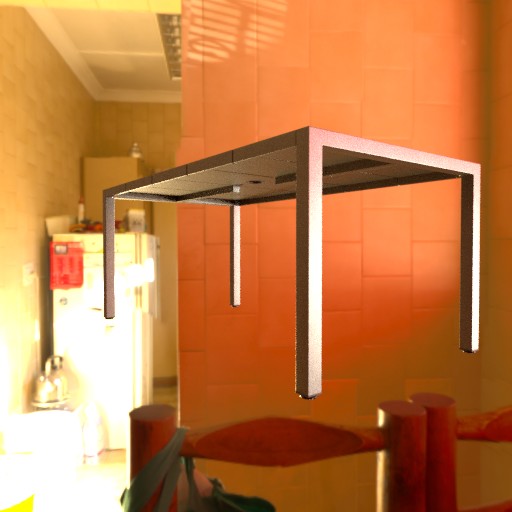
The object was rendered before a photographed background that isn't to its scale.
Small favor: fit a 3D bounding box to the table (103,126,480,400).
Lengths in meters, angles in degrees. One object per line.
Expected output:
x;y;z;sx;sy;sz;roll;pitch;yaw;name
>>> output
0.000;0.000;2.120;0.914;0.735;1.680;-1;2;-37;table
